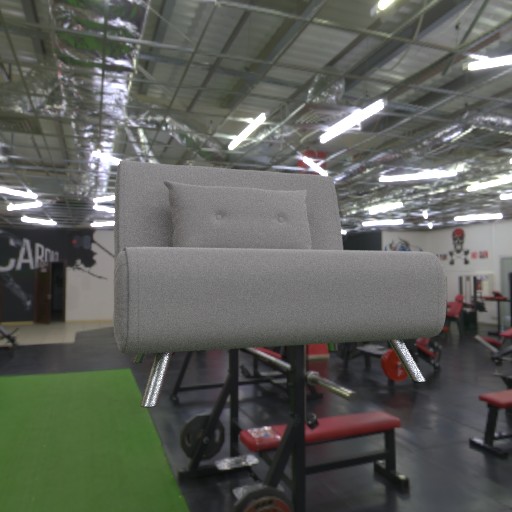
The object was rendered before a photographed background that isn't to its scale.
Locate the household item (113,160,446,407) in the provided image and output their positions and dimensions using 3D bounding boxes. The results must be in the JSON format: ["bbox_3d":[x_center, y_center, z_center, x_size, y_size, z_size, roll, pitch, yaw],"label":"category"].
[{"bbox_3d":[0.000,0.000,1.634,1.000,0.800,0.874,1,-2,-18],"label":"household item"}]
